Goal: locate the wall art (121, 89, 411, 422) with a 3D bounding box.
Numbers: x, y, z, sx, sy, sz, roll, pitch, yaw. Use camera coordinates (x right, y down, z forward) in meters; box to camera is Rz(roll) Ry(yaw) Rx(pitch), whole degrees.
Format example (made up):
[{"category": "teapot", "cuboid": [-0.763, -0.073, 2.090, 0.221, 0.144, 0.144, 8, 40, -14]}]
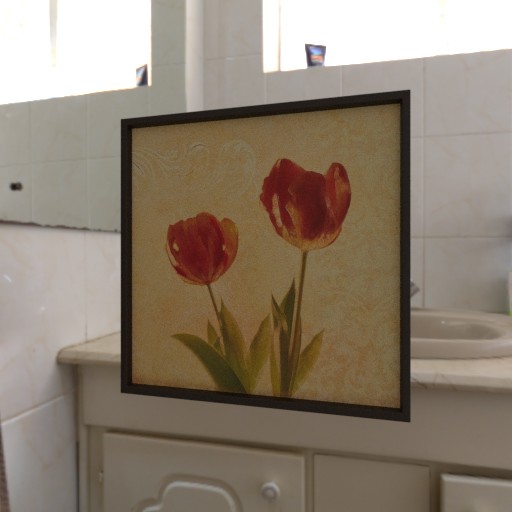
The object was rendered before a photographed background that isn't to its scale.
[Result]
[{"category": "wall art", "cuboid": [0.000, 0.000, 0.532, 0.349, 0.349, 0.038, 0, 0, 17]}]
